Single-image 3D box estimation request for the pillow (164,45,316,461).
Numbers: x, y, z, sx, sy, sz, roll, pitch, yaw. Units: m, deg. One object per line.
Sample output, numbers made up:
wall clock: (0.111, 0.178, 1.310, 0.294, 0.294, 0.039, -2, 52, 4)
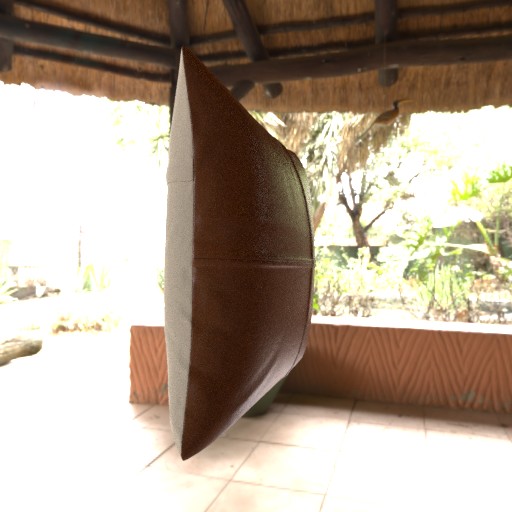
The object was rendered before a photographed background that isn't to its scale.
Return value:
pillow: (0.000, 0.000, 0.736, 0.192, 0.477, 0.501, 0, -1, 18)
